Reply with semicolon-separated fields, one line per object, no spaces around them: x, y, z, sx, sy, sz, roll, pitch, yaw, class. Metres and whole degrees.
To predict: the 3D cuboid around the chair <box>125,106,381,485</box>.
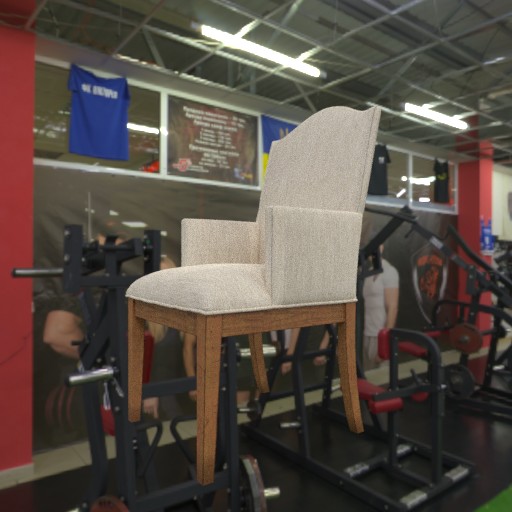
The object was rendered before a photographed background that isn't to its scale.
0.000;0.000;1.360;0.641;1.016;0.533;0;0;-35;chair
